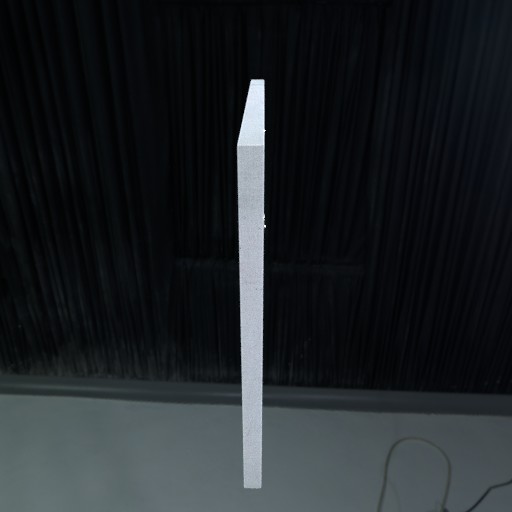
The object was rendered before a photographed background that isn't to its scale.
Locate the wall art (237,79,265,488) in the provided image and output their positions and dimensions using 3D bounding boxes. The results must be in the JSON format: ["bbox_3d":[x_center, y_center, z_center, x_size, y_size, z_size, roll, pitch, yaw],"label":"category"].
[{"bbox_3d":[0.000,0.000,1.139,0.041,0.762,0.762,0,28,1],"label":"wall art"}]
